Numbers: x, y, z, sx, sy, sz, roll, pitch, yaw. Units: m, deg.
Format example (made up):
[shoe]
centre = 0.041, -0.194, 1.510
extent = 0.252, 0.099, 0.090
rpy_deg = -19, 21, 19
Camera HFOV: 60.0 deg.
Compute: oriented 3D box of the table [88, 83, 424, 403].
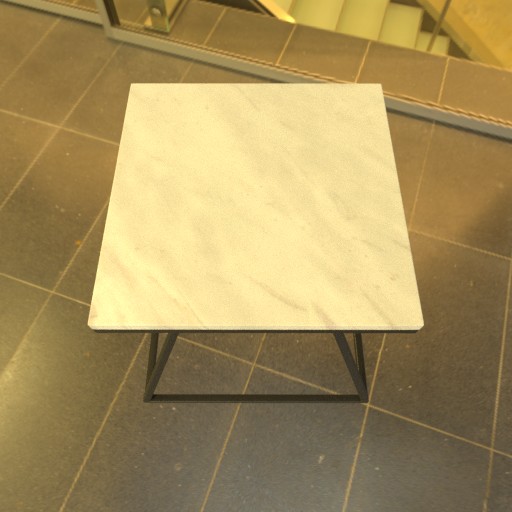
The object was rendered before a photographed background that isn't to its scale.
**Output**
[table]
centre = 0.000, 0.000, 0.816
extent = 0.455, 0.431, 0.455
rpy_deg = 0, 63, 0
